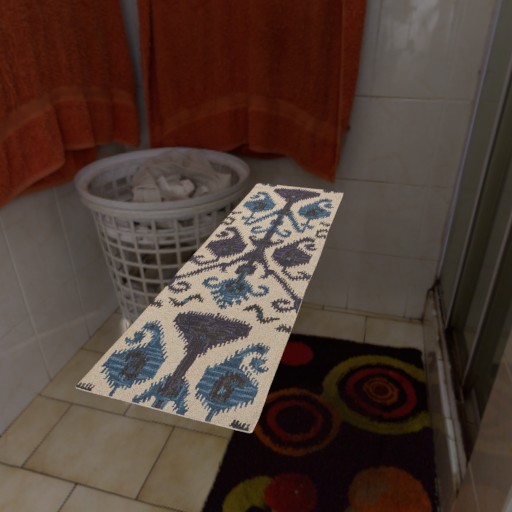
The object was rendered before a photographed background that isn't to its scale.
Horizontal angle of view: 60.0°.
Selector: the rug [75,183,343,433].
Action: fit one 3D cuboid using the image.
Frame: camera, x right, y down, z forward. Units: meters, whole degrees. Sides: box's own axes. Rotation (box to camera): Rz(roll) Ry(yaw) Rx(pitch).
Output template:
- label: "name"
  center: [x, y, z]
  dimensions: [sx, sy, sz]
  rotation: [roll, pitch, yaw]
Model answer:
- label: "rug"
  center: [0.000, 0.000, 2.505]
  dimensions: [0.692, 0.017, 2.301]
  rotation: [9, 30, 15]
